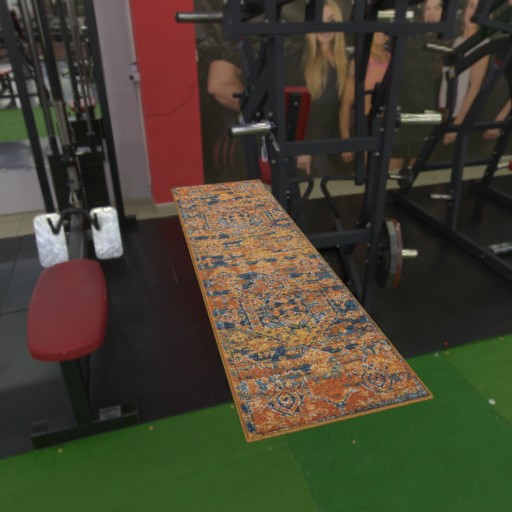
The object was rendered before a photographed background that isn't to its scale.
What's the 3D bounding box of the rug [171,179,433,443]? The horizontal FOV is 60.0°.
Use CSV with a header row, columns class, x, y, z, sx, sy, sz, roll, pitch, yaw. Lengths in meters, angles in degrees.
class,x,y,z,sx,sy,sz,roll,pitch,yaw
rug,0.000,0.000,1.961,0.556,0.013,1.820,-8,31,-13
